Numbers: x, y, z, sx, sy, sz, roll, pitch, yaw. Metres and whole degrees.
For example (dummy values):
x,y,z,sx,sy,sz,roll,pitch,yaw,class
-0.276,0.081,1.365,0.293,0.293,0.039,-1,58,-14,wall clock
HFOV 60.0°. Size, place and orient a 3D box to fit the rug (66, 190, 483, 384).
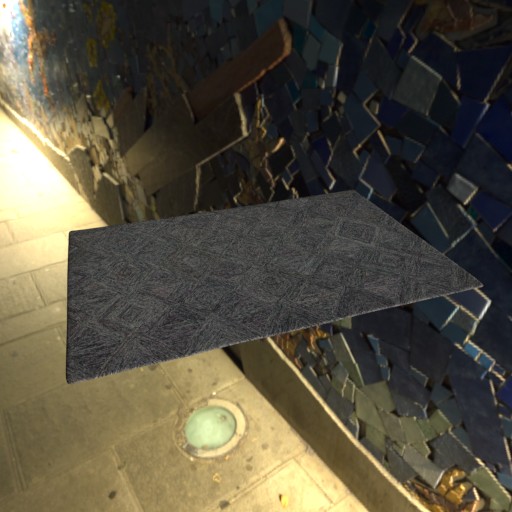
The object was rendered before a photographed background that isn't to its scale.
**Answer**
x,y,z,sx,sy,sz,roll,pitch,yaw,class
0.000,0.000,2.188,1.752,0.013,1.158,-10,33,-17,rug
